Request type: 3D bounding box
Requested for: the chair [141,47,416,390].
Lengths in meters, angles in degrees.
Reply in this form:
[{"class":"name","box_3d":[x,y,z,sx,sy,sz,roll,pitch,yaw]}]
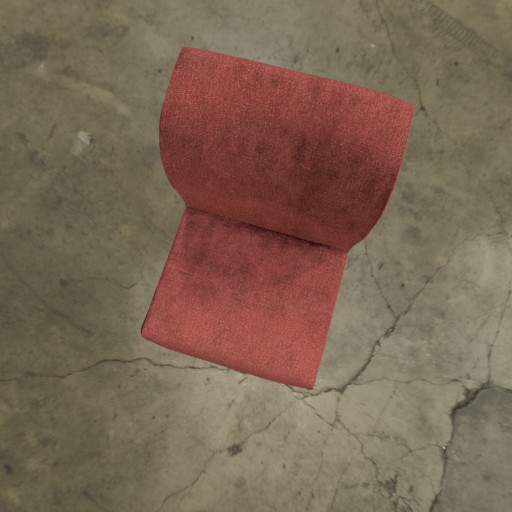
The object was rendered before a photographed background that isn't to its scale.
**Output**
[{"class":"chair","box_3d":[0.000,0.000,1.270,0.538,0.846,0.640,17,76,4]}]
